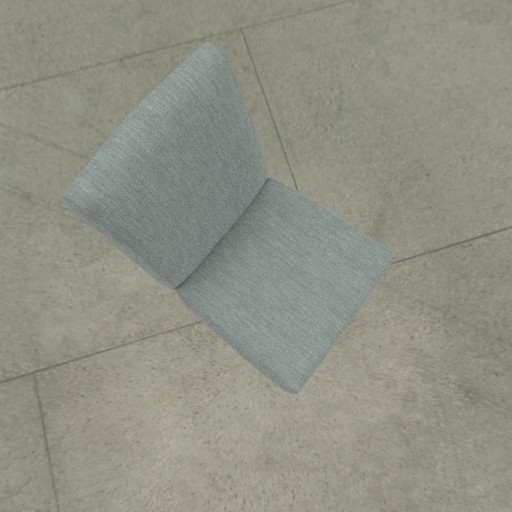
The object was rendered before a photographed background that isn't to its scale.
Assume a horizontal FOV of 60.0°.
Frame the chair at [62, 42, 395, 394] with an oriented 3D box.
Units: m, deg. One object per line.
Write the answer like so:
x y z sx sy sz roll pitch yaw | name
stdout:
0.000 0.000 1.243 0.629 0.884 0.487 37 79 8 | chair
